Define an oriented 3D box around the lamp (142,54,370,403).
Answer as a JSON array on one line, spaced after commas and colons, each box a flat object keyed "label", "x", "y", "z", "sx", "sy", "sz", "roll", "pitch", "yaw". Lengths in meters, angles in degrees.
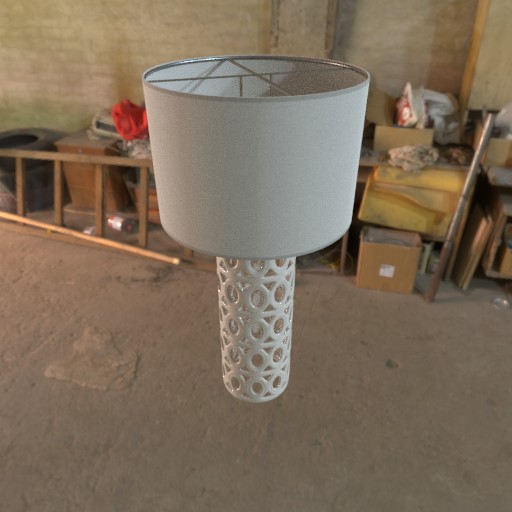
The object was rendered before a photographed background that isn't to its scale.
[{"label": "lamp", "x": 0.000, "y": 0.000, "z": 0.815, "sx": 0.325, "sy": 0.636, "sz": 0.324, "roll": -10, "pitch": 34, "yaw": -16}]
